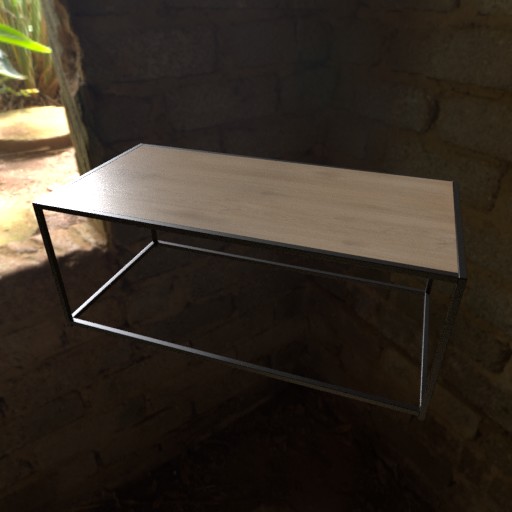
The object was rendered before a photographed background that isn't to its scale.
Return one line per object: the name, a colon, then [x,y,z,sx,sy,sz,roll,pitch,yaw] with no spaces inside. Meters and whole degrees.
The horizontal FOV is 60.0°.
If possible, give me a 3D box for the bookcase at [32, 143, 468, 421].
bookcase: [0.000,0.000,1.258,1.000,0.400,0.500,10,33,16]
